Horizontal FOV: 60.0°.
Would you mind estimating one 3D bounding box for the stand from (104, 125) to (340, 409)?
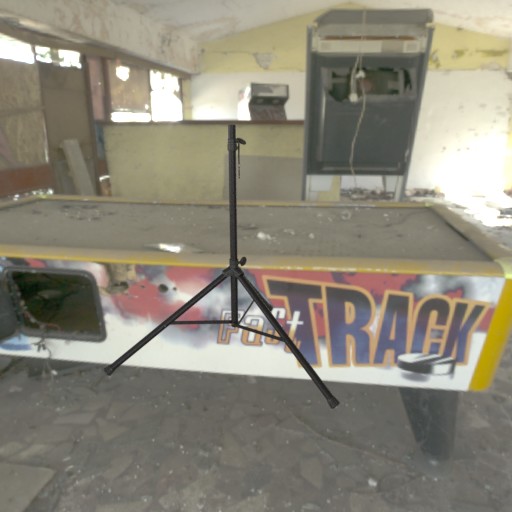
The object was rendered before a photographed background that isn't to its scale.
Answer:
[{"bbox_3d":[0.000,0.000,2.805,1.596,1.595,1.339,-15,22,-41],"label":"stand"}]
